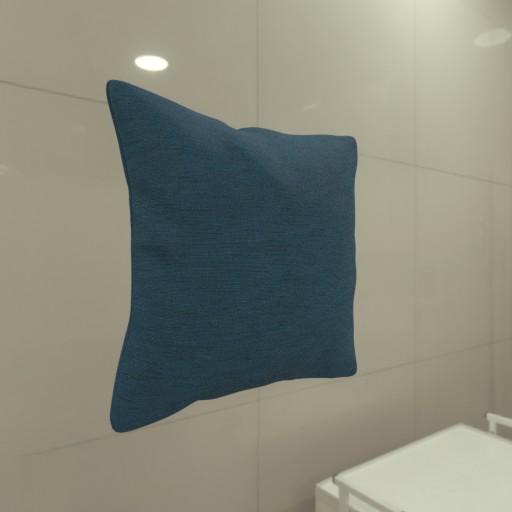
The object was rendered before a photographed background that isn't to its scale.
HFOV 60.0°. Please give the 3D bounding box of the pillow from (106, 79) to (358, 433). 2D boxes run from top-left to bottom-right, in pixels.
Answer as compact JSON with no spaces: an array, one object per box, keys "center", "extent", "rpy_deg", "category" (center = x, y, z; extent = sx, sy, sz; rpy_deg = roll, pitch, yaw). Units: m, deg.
[{"center":[0.000,0.000,0.651],"extent":[0.437,0.420,0.177],"rpy_deg":[0,0,-37],"category":"pillow"}]
